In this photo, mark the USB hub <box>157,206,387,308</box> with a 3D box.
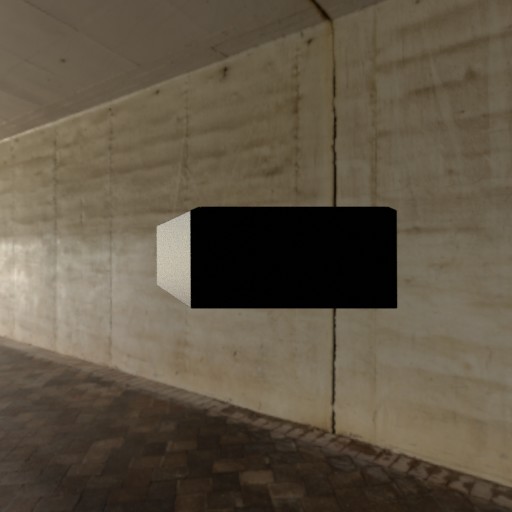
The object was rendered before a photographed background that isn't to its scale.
[{"bbox_3d":[0.000,0.000,0.125,0.044,0.023,0.110,0,1,-19],"label":"USB hub"}]
